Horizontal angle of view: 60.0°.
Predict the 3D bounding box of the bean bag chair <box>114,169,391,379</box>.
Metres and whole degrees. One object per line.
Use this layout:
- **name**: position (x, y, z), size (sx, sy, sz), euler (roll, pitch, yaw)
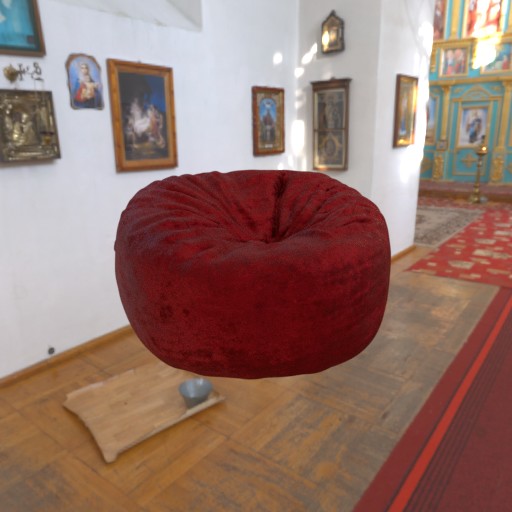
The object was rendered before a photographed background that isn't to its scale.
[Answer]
- **bean bag chair**: position (0.000, 0.000, 2.444), size (1.524, 0.878, 1.524), euler (-2, 15, -7)
